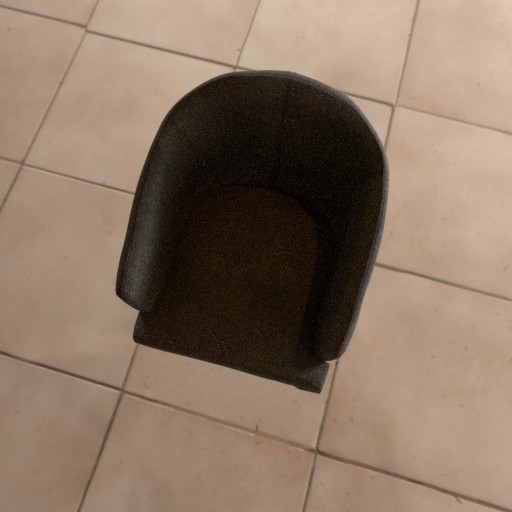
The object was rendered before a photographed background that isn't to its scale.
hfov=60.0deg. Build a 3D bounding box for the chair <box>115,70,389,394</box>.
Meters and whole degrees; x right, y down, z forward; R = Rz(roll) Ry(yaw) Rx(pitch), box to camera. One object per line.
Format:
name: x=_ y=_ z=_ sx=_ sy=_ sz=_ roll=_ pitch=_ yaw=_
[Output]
chair: x=0.000 y=0.000 z=1.282 sx=0.583 sy=0.811 sz=0.655 roll=14 pitch=74 yaw=4
